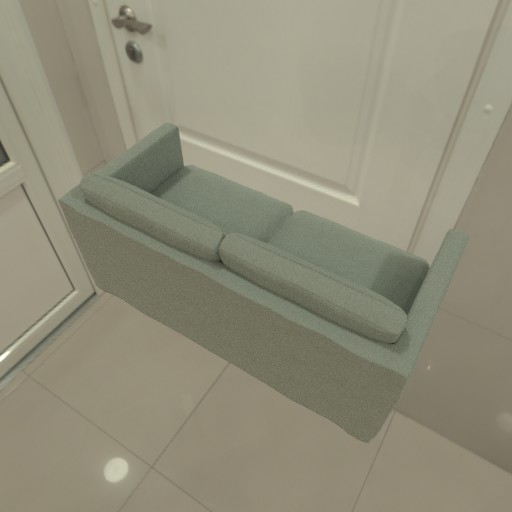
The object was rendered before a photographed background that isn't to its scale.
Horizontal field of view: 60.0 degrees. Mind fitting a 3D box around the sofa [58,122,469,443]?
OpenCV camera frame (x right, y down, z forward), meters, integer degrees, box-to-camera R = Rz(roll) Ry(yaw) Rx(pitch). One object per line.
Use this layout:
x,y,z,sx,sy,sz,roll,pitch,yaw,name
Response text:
0.000,0.000,2.512,1.987,0.870,0.940,25,53,21,sofa
